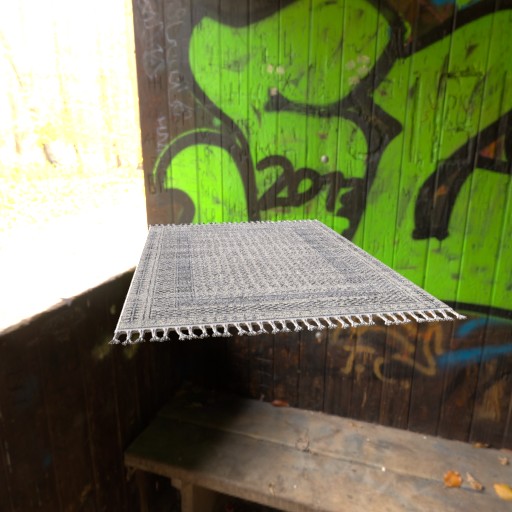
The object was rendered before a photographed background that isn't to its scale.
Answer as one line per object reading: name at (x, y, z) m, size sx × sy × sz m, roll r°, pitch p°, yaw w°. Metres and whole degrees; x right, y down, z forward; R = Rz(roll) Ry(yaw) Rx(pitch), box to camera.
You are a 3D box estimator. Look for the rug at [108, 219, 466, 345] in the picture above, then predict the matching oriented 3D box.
rug at (0.000, 0.000, 2.362) m, size 1.243 × 0.013 × 1.872 m, roll -3°, pitch 16°, yaw -9°
